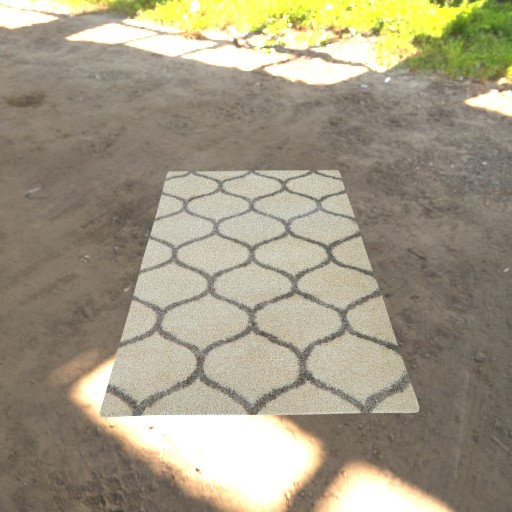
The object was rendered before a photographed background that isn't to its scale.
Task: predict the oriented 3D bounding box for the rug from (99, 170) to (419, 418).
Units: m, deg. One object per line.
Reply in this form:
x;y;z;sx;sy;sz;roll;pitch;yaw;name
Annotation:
0.000;0.000;2.973;1.501;0.024;2.348;-1;39;-1;rug
